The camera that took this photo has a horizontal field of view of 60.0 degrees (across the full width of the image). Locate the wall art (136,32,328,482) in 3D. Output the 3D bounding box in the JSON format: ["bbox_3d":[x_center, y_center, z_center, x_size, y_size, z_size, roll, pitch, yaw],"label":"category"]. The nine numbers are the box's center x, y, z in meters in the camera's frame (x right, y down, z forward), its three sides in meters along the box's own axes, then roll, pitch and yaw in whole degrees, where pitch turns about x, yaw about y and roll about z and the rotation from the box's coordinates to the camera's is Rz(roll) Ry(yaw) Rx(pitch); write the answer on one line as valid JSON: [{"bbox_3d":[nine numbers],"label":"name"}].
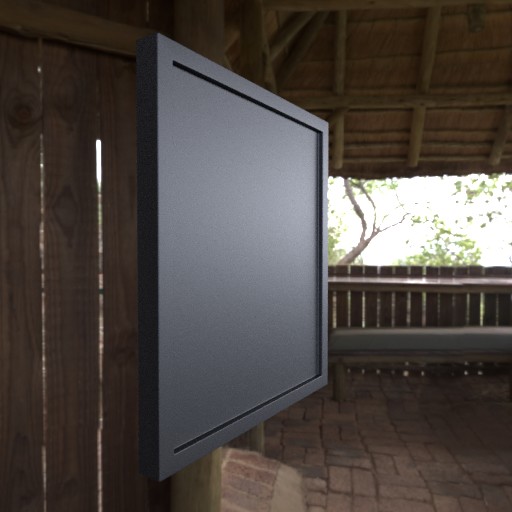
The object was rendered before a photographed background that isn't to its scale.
[{"bbox_3d":[0.000,0.000,0.516,0.028,0.381,0.328,1,1,35],"label":"wall art"}]
